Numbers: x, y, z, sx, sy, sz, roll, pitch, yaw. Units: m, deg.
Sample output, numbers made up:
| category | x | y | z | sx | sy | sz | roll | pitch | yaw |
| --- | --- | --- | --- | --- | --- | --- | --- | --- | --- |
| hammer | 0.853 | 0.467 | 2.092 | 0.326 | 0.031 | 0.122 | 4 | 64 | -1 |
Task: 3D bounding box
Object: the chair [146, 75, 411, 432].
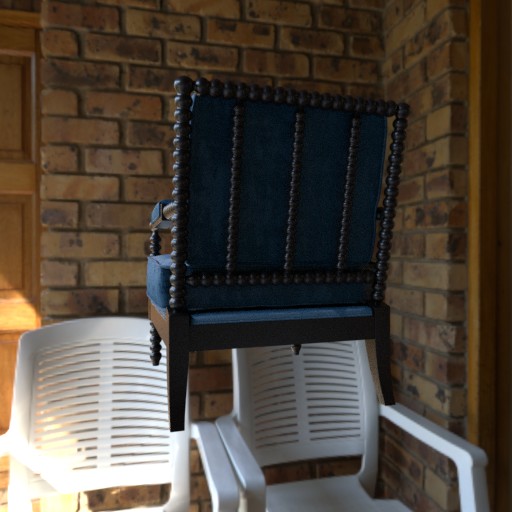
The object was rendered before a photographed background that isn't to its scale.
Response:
| category | x | y | z | sx | sy | sz | roll | pitch | yaw |
| --- | --- | --- | --- | --- | --- | --- | --- | --- | --- |
| chair | 0.000 | 0.000 | 1.480 | 0.688 | 0.857 | 0.805 | 0 | 0 | -18 |
